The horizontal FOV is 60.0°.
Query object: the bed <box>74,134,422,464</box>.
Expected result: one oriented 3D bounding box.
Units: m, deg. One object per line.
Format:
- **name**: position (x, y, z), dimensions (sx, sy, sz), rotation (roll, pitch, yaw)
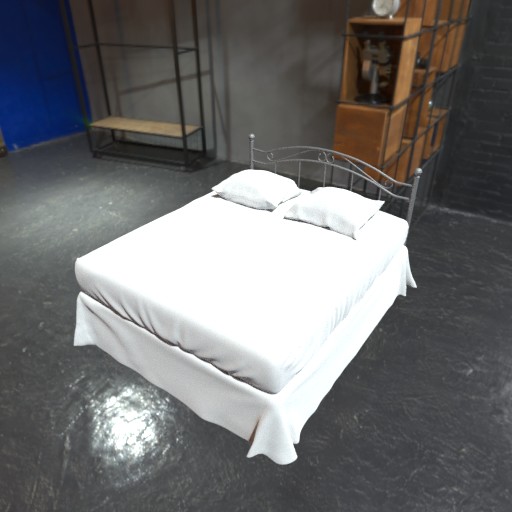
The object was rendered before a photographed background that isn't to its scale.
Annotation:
- **bed**: position (0.000, 0.000, 3.334), dimensions (1.936, 1.080, 2.215), rotation (20, 37, 30)
